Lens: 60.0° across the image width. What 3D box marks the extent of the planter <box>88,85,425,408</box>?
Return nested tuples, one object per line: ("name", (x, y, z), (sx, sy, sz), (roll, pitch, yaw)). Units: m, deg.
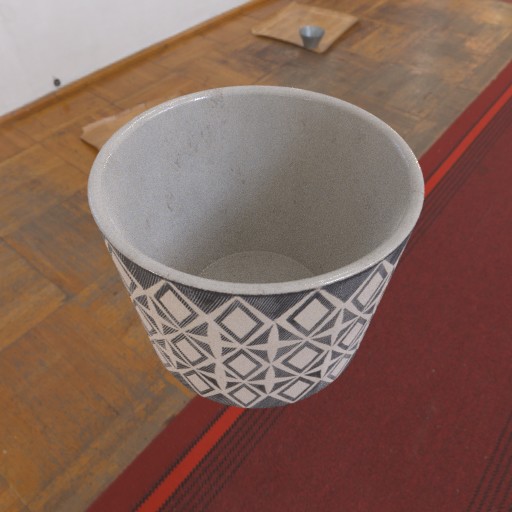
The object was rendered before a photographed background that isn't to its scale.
("planter", (0.000, 0.000, 0.433), (0.260, 0.220, 0.260), (0, 48, 0))
